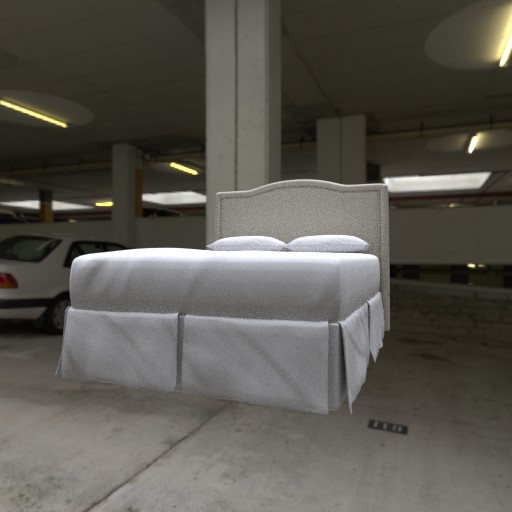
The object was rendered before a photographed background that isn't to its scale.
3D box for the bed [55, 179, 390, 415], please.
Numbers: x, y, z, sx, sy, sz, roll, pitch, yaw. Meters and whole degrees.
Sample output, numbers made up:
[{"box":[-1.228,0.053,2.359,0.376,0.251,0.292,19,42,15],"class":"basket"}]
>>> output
[{"box":[0.000,0.000,3.256,1.741,1.449,2.196,0,0,21],"class":"bed"}]
